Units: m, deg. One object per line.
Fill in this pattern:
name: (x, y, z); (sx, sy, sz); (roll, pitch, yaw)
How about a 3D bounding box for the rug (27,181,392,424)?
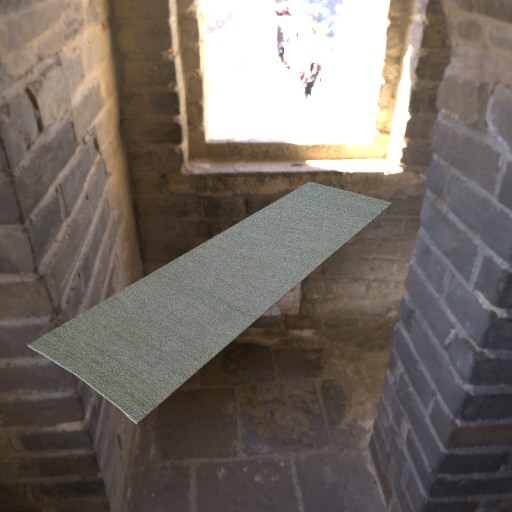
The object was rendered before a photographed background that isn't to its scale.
rug: (0.000, 0.000, 2.512); (0.686, 0.013, 2.340); (21, 37, 31)
